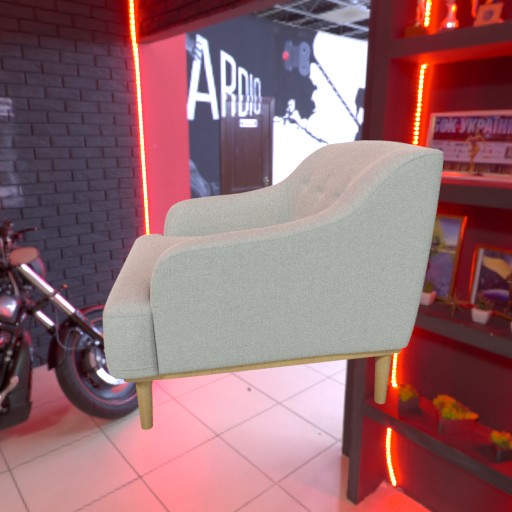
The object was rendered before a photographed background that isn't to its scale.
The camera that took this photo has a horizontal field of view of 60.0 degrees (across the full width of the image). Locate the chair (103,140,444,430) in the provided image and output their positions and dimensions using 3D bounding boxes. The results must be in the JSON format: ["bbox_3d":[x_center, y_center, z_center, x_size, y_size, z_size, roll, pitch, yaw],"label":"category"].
[{"bbox_3d":[0.000,0.000,1.624,0.951,0.818,0.946,-2,15,-8],"label":"chair"}]
